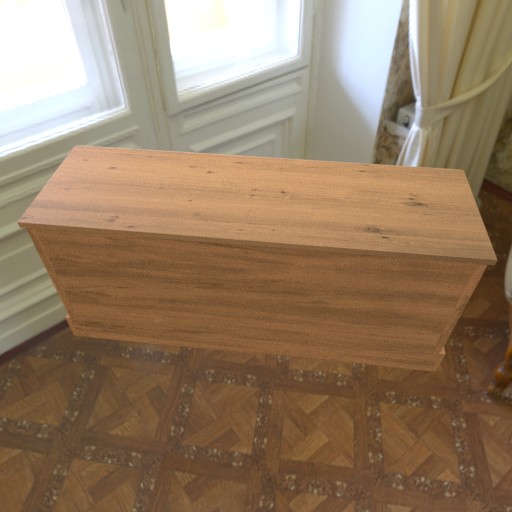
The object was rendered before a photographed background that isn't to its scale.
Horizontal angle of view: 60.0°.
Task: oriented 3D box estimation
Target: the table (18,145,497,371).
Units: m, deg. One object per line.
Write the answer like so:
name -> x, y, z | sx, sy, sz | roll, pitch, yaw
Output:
table -> 0.000, 0.000, 1.422 | 1.200, 0.510, 0.400 | 5, 45, 5
